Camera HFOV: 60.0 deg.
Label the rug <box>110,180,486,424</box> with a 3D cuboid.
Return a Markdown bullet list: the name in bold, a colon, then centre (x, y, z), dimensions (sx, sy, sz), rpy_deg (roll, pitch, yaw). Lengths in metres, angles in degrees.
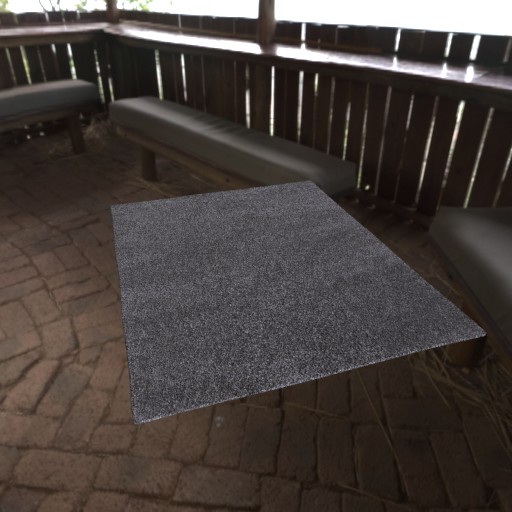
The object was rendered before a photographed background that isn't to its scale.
- **rug**: centre (0.000, 0.000, 3.983), dimensions (2.401, 0.025, 3.000), rpy_deg (-10, 33, -15)
